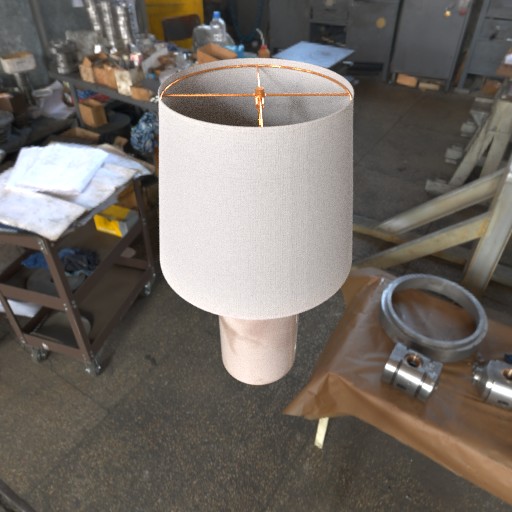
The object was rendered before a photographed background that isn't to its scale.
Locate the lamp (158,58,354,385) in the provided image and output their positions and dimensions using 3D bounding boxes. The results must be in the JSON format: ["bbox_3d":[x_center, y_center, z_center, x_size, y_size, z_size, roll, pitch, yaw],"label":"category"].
[{"bbox_3d":[0.000,0.000,0.450,0.189,0.340,0.189,0,40,0],"label":"lamp"}]
